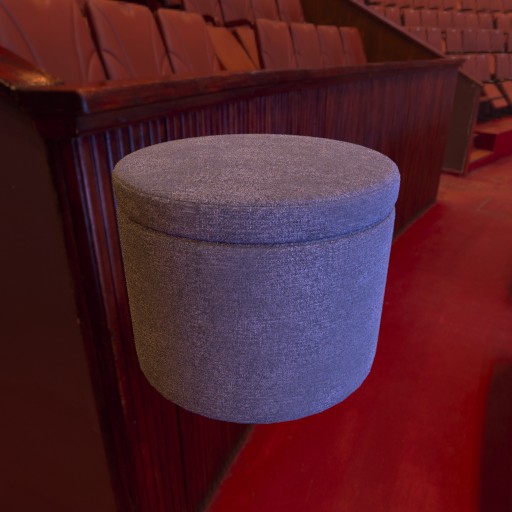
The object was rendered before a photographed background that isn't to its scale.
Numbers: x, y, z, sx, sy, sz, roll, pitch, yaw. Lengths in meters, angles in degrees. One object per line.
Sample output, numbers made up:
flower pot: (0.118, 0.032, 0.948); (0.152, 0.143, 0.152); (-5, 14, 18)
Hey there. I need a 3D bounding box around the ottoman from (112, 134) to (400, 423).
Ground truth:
ottoman: (0.000, 0.000, 0.876); (0.500, 0.419, 0.500); (0, 25, 0)
